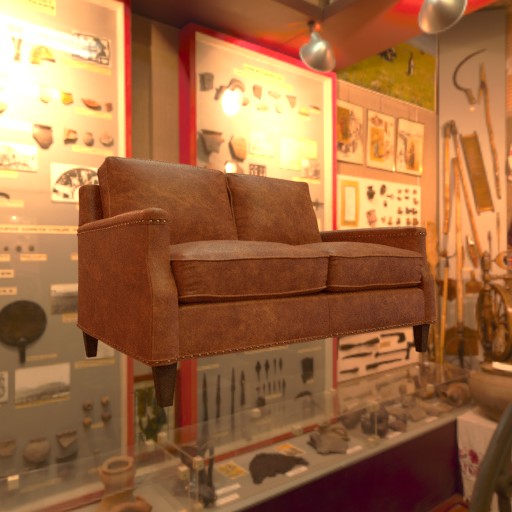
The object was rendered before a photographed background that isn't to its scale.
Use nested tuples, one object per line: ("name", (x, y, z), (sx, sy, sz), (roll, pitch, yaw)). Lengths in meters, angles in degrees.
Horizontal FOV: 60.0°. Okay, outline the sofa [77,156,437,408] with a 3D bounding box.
("sofa", (0.000, 0.000, 2.290), (1.597, 1.003, 1.084), (0, 0, -36))
